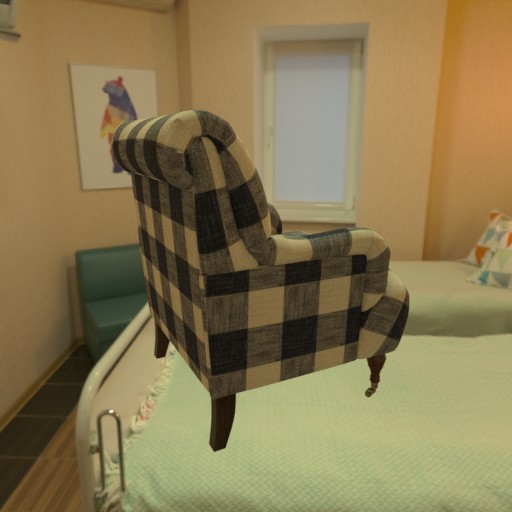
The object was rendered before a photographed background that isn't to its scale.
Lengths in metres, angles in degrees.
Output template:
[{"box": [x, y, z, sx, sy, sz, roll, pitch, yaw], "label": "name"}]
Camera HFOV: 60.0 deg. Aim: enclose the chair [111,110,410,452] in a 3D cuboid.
[{"box": [0.000, 0.000, 1.605, 0.848, 0.953, 0.781, -7, 17, -26], "label": "chair"}]
